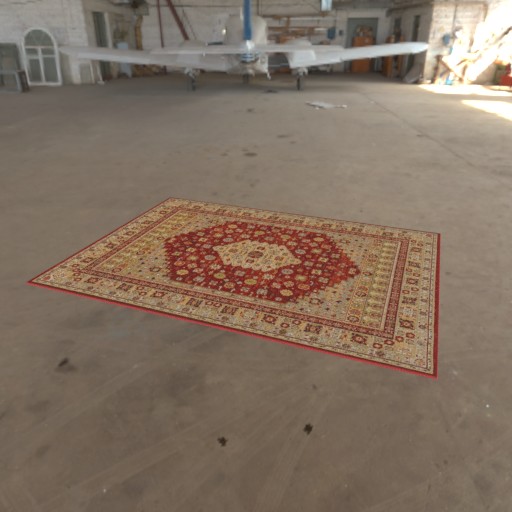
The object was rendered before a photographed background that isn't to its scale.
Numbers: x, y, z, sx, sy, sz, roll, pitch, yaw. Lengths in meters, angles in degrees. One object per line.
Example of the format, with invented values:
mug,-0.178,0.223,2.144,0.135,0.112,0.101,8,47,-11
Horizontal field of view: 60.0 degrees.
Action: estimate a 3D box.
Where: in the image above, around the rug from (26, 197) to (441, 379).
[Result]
rug,0.000,0.000,2.849,2.211,0.013,1.593,10,28,19
